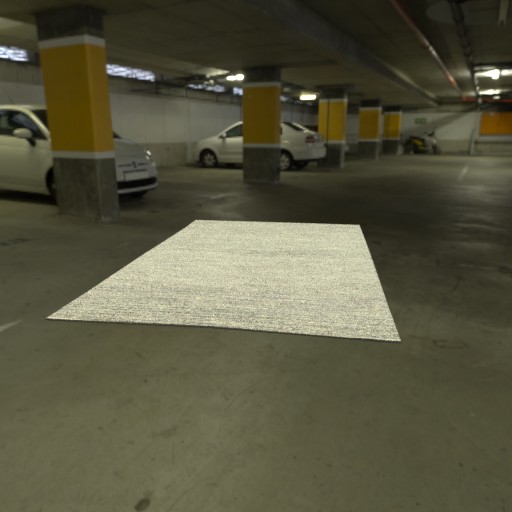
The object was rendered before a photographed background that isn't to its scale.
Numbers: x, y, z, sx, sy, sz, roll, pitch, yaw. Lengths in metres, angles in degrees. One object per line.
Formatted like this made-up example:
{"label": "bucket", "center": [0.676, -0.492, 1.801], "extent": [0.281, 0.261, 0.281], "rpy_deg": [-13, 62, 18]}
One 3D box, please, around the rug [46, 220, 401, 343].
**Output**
{"label": "rug", "center": [0.000, 0.000, 2.257], "extent": [1.159, 0.021, 1.789], "rpy_deg": [2, 16, 9]}
